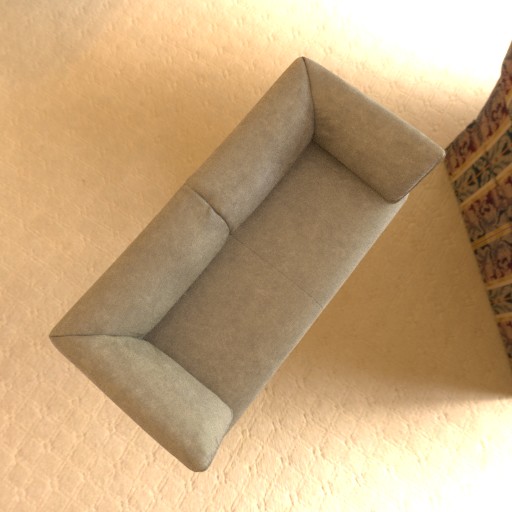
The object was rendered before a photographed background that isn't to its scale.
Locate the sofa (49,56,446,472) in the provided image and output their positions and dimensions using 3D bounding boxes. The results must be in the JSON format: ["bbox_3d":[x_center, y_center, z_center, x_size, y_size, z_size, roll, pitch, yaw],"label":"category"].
[{"bbox_3d":[0.000,0.000,2.341,0.905,0.747,1.878,38,79,9],"label":"sofa"}]
